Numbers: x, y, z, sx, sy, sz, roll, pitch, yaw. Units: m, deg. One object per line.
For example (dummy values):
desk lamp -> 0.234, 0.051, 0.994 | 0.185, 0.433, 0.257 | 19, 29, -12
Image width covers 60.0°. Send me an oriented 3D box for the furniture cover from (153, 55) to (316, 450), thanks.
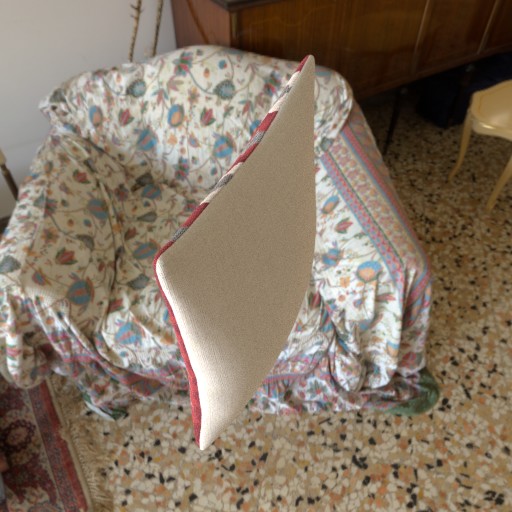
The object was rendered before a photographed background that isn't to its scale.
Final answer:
furniture cover -> 0.000, 0.000, 0.644 | 0.145, 0.420, 0.435 | 17, 49, 15
